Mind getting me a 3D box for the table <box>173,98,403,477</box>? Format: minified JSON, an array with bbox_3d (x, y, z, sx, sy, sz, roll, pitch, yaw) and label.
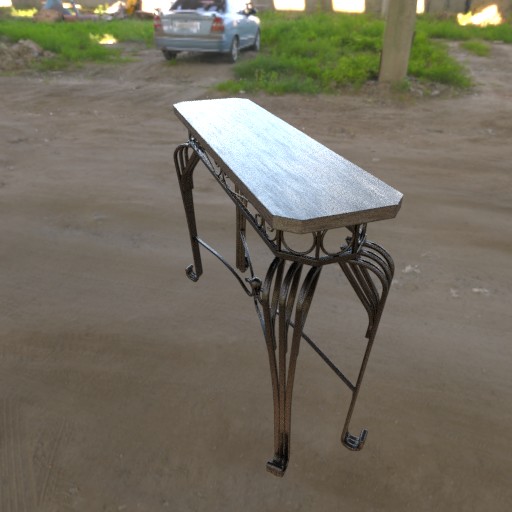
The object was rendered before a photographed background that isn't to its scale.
[{"bbox_3d":[0.000,0.000,1.485,0.329,0.800,1.112,-11,33,-17],"label":"table"}]
